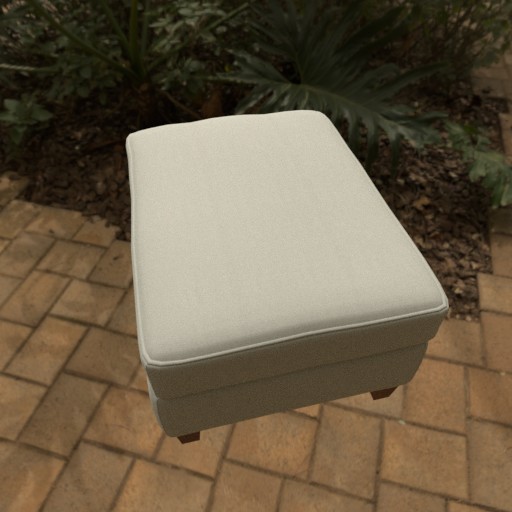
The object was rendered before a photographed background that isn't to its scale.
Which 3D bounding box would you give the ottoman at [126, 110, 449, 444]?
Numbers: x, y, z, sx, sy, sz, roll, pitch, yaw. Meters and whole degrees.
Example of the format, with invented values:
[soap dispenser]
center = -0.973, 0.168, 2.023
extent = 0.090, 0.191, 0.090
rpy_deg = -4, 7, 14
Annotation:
[ottoman]
center = 0.000, 0.000, 1.231
extent = 0.634, 0.496, 0.818
rpy_deg = -10, 48, -9
